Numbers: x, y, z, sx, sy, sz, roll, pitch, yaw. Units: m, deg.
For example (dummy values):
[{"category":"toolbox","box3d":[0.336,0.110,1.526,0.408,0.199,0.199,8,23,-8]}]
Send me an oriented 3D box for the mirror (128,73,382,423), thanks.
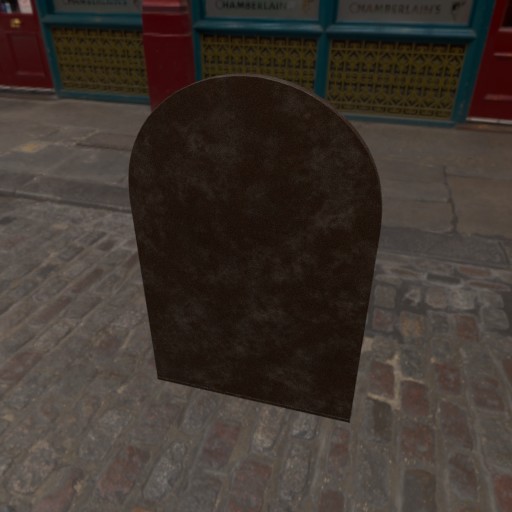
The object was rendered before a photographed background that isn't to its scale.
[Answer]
[{"category":"mirror","box3d":[0.000,0.000,0.984,0.510,0.770,0.137,8,32,14]}]
